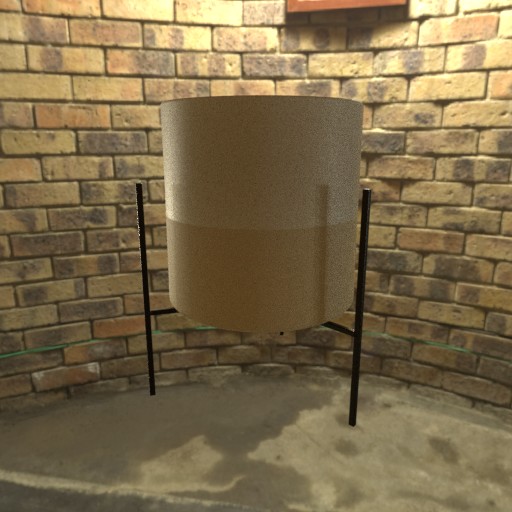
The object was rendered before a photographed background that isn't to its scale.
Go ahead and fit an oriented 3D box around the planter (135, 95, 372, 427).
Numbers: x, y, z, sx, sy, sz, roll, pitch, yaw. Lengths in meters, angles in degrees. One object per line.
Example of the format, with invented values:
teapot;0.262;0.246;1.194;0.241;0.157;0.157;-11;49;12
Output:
planter;0.000;0.000;0.552;0.267;0.362;0.263;-8;17;-27
